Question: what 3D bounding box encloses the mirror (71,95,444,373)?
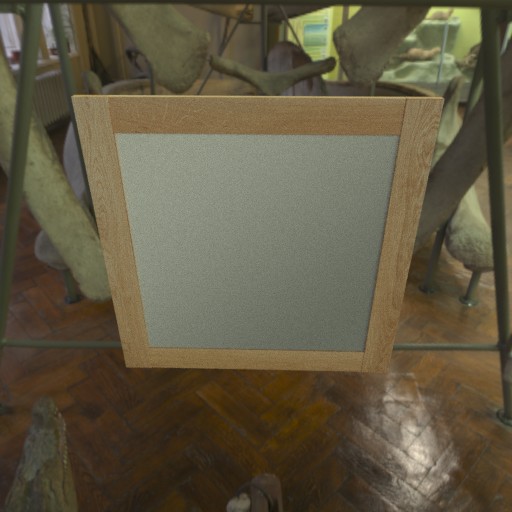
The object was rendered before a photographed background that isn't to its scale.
[{"bbox_3d":[0.000,0.000,1.161,0.800,0.800,0.020,1,31,1],"label":"mirror"}]
